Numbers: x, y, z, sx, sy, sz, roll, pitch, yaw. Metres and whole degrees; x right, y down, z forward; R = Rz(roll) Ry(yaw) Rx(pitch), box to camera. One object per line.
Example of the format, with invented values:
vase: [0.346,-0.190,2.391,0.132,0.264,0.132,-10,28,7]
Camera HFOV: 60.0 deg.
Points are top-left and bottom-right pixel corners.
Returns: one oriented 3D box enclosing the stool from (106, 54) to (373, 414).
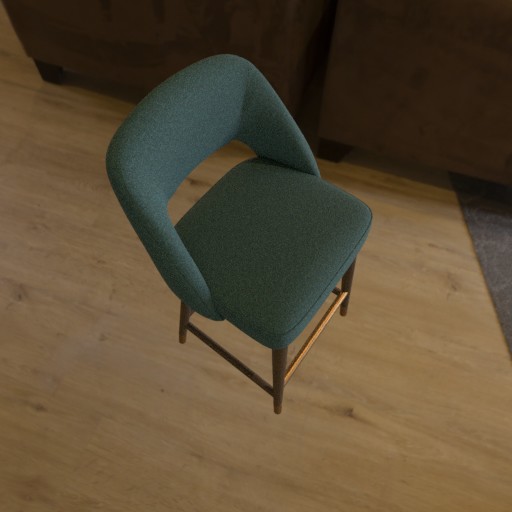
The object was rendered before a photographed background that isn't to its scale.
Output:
stool: [0.000,0.000,1.265,0.522,0.939,0.536,31,63,18]
